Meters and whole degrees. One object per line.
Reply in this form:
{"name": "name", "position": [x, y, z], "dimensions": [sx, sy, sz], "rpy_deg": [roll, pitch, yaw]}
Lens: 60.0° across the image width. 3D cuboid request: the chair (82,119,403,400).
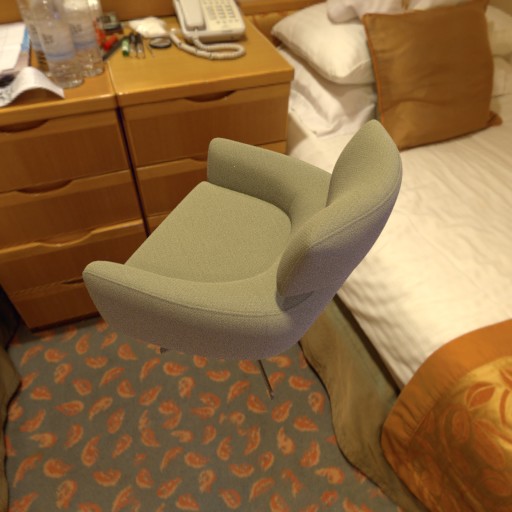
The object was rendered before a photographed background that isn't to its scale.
{"name": "chair", "position": [0.000, 0.000, 1.394], "dimensions": [0.730, 0.810, 0.760], "rpy_deg": [18, 48, 17]}
